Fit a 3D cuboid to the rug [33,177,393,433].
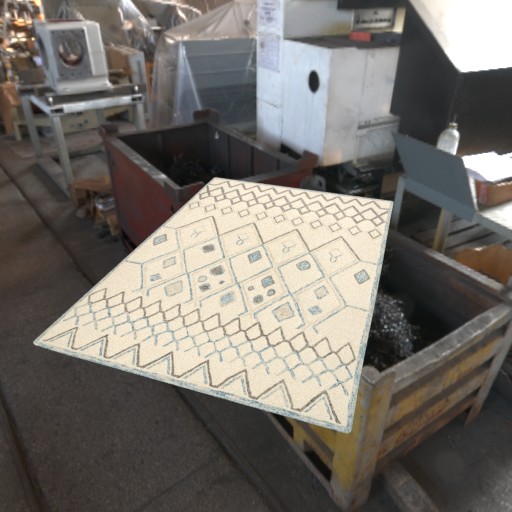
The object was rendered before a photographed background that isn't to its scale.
[{"bbox_3d":[0.000,0.000,2.314,1.260,0.009,1.820,10,34,16],"label":"rug"}]
